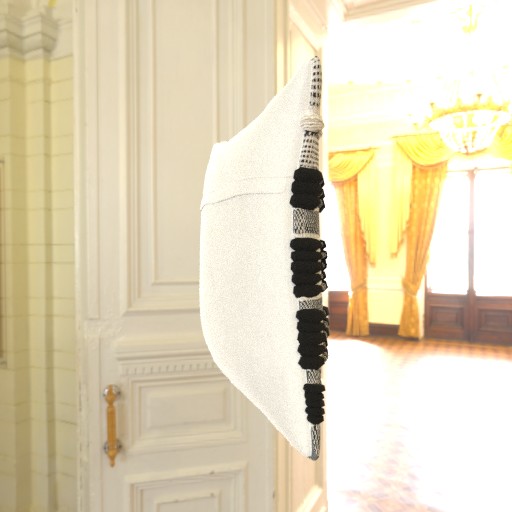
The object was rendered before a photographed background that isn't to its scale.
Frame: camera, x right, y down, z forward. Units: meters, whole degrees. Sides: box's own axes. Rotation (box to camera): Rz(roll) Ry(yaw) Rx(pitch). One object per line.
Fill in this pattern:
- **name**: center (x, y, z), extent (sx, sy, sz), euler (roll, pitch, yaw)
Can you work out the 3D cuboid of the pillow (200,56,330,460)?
- **pillow**: center (0.000, 0.000, 0.680), extent (0.156, 0.438, 0.436), euler (0, 1, -19)
